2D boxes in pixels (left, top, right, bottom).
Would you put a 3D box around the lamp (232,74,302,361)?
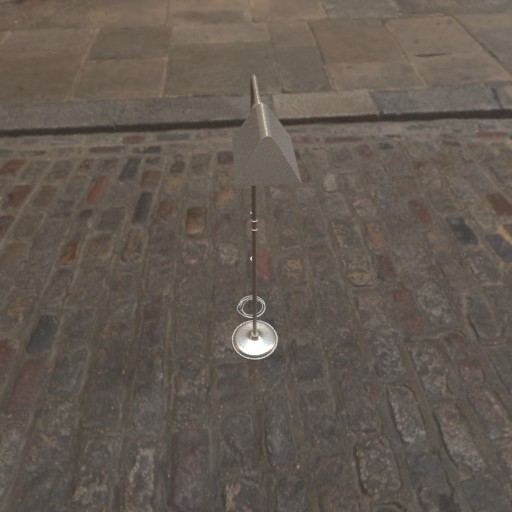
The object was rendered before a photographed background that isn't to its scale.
[{"bbox_3d":[0.000,0.000,1.864,0.256,1.571,0.813,-3,47,-3],"label":"lamp"}]
